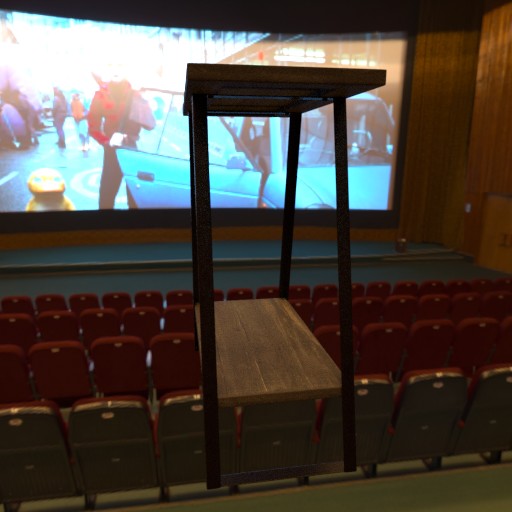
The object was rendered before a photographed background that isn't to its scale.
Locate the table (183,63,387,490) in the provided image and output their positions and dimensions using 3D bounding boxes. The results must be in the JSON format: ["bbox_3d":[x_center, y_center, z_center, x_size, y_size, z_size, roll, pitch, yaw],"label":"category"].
[{"bbox_3d":[0.000,0.000,1.010,0.300,0.701,0.599,-2,13,-9],"label":"table"}]
